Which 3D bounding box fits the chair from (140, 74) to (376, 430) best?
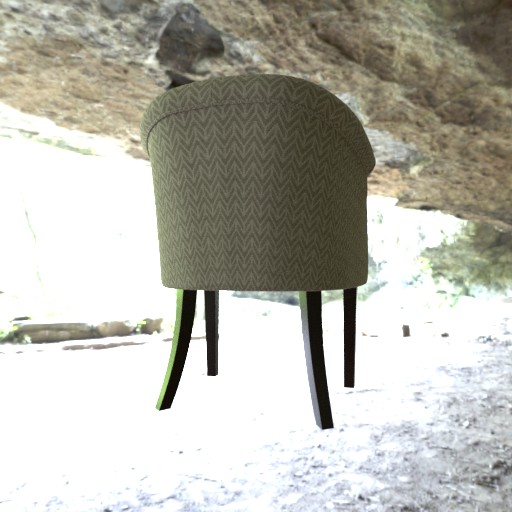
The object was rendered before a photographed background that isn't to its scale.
[{"bbox_3d":[0.000,0.000,1.319,0.686,0.858,0.613,0,-1,18],"label":"chair"}]
